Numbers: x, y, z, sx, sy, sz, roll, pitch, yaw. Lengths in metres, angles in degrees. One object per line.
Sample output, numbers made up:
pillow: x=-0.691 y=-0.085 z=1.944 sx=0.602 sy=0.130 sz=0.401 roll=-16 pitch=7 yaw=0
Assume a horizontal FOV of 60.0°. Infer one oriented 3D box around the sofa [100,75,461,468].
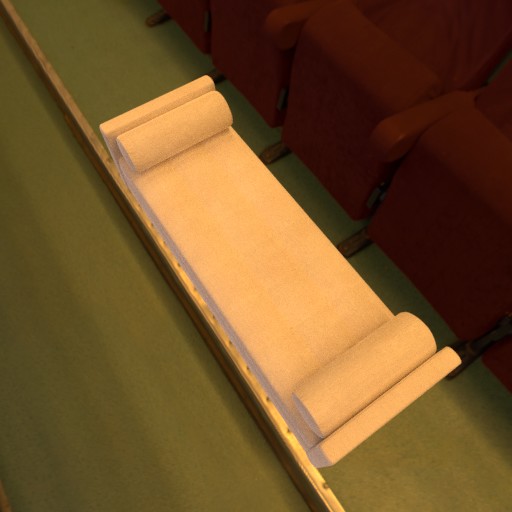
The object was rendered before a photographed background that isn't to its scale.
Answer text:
sofa: x=0.000 y=0.000 z=2.332 sx=0.686 sy=0.635 sz=1.981 roll=-31 pitch=67 yaw=-15
